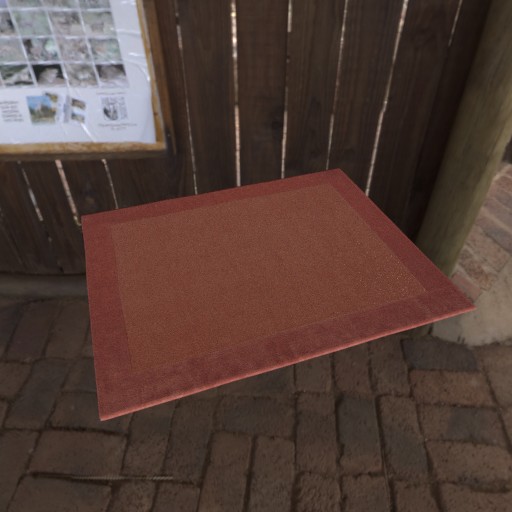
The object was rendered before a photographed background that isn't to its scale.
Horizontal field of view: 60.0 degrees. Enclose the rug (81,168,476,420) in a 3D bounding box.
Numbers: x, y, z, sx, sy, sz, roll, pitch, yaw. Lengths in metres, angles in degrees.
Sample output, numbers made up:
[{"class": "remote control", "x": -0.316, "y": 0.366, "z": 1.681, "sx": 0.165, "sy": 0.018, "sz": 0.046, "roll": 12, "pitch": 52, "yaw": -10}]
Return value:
[{"class": "rug", "x": 0.000, "y": 0.000, "z": 4.083, "sx": 2.976, "sy": 0.018, "sz": 2.430, "roll": -13, "pitch": 42, "yaw": -15}]
